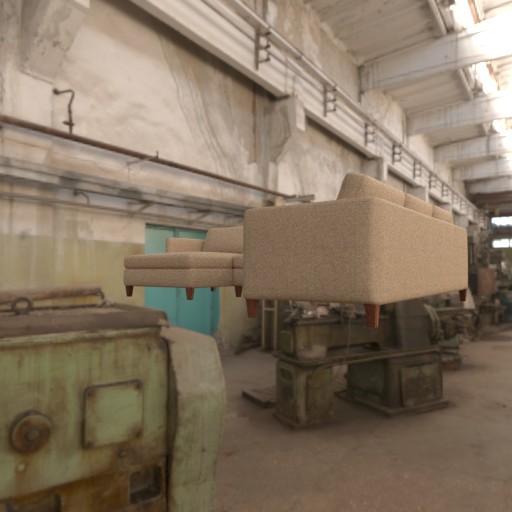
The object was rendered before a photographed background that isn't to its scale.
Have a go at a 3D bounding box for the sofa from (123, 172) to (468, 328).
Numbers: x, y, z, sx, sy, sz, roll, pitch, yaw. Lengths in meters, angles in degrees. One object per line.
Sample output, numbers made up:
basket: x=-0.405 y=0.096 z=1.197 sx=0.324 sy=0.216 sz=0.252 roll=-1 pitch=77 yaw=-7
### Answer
sofa: x=0.000 y=0.000 z=4.362 sx=3.403 sy=0.889 sz=2.551 roll=-1 pitch=-2 yaw=36
